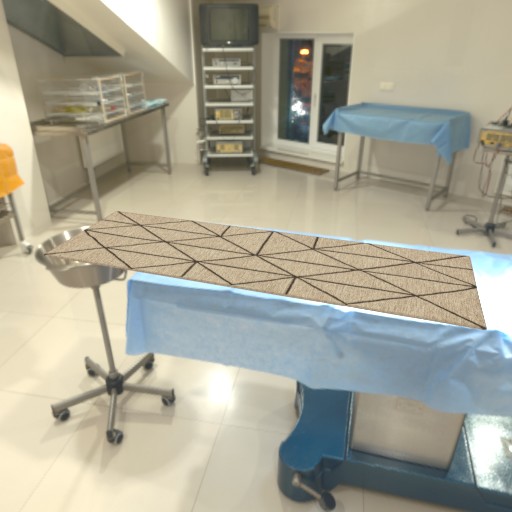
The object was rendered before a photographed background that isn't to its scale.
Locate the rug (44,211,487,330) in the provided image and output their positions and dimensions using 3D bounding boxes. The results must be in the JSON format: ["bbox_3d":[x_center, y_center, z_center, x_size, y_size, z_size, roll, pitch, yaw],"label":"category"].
[{"bbox_3d":[0.000,0.000,2.655,2.438,0.012,0.762,8,28,16],"label":"rug"}]
